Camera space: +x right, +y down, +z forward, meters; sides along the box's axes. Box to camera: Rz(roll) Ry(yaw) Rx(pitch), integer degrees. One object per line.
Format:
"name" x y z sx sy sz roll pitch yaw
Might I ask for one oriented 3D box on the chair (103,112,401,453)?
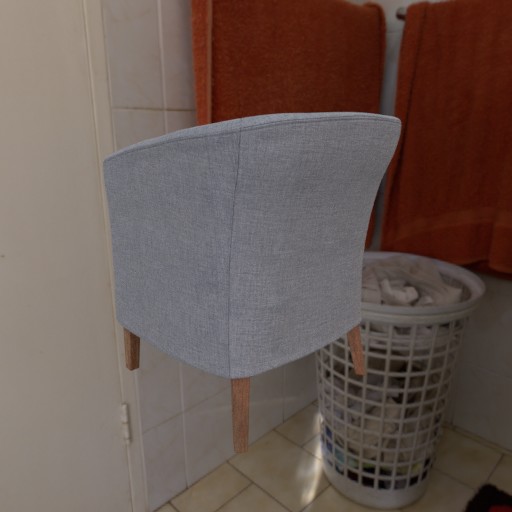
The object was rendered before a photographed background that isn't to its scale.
"chair" 0.000 0.000 1.271 0.600 0.771 0.668 -15 22 -41
